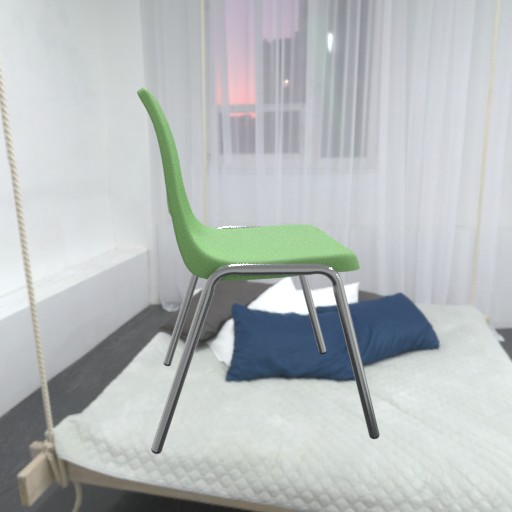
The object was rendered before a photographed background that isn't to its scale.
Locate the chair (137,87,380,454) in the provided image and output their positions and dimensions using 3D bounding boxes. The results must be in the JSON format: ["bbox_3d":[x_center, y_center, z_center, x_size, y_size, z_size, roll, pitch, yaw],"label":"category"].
[{"bbox_3d":[0.000,0.000,0.931,0.436,0.653,0.381,-2,14,-7],"label":"chair"}]
